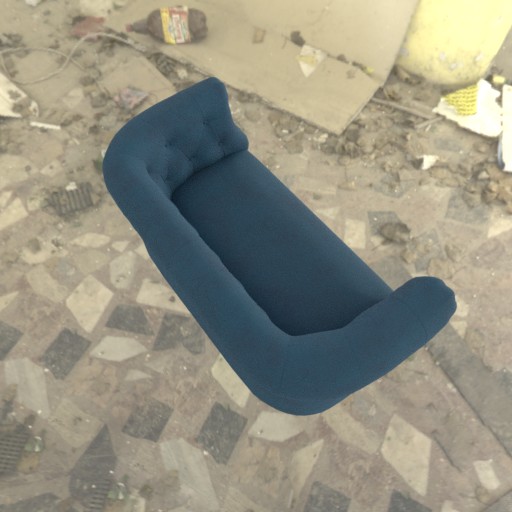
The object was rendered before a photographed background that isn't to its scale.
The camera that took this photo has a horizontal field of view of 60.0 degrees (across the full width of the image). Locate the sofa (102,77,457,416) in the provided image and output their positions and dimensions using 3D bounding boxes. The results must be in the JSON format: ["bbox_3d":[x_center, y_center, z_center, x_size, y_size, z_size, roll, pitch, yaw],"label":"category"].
[{"bbox_3d":[0.000,0.000,2.057,0.835,0.827,1.558,-33,64,-18],"label":"sofa"}]
